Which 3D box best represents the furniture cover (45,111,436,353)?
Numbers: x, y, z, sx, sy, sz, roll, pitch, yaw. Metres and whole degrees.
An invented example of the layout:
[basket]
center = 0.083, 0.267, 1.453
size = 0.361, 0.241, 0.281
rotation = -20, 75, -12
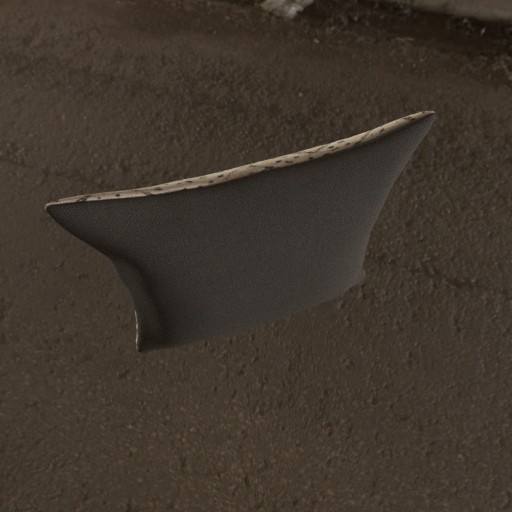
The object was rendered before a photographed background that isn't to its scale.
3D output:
[furniture cover]
center = 0.000, 0.000, 0.766
size = 0.525, 0.498, 0.180
rotation = -16, 60, -10
